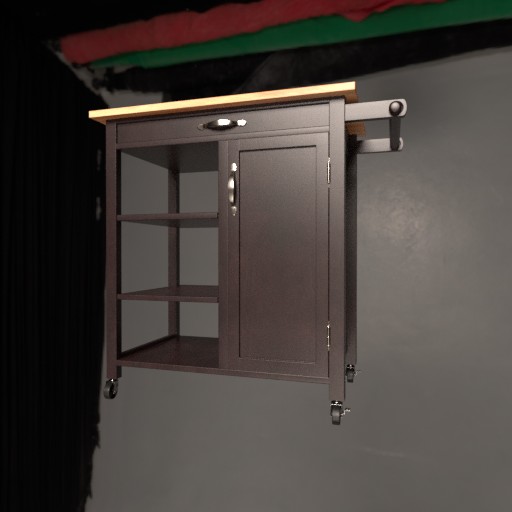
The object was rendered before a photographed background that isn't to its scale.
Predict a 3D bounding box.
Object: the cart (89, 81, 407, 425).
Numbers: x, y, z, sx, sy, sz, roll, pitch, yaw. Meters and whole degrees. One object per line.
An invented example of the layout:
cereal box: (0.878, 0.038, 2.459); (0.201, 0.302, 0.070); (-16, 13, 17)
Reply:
cart: (0.000, 0.000, 1.437); (0.914, 0.878, 0.472); (0, 0, 17)
